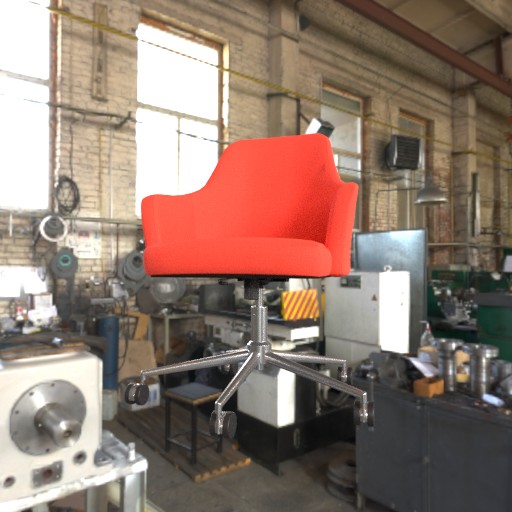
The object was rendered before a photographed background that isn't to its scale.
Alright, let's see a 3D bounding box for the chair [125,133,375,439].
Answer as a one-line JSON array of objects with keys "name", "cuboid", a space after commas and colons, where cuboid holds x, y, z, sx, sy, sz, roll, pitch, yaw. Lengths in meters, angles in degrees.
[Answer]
[{"name": "chair", "cuboid": [0.000, 0.000, 1.256, 0.655, 0.820, 0.600, 0, -1, 18]}]
